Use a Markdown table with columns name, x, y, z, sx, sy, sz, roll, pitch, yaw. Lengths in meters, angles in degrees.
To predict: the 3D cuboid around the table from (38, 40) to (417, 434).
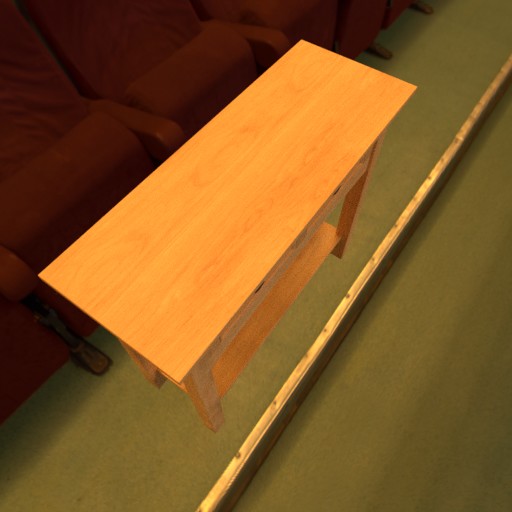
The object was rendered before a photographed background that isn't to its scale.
| name | x | y | z | sx | sy | sz | roll | pitch | yaw |
| --- | --- | --- | --- | --- | --- | --- | --- | --- | --- |
| table | 0.000 | 0.000 | 1.261 | 0.340 | 0.728 | 0.900 | 31 | 63 | 18 |
